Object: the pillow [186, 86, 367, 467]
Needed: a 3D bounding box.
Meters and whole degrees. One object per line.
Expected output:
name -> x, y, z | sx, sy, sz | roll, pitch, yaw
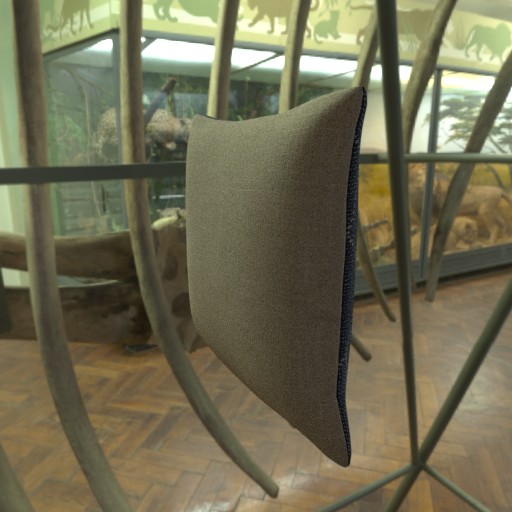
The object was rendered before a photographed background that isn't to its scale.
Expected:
pillow -> 0.000, 0.000, 0.657 | 0.148, 0.428, 0.435 | -8, 16, -28
